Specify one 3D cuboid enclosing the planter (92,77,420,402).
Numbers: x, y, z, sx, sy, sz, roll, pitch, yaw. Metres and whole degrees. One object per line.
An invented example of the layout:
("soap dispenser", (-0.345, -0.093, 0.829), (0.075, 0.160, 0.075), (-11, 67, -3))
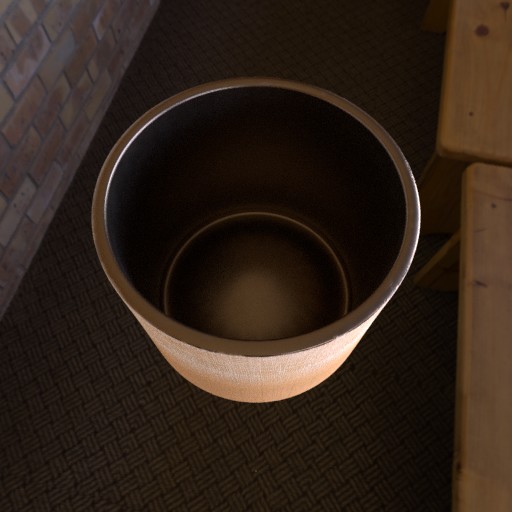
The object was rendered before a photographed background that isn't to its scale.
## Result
("planter", (0.000, 0.000, 0.436), (0.254, 0.221, 0.254), (0, 64, 0))
